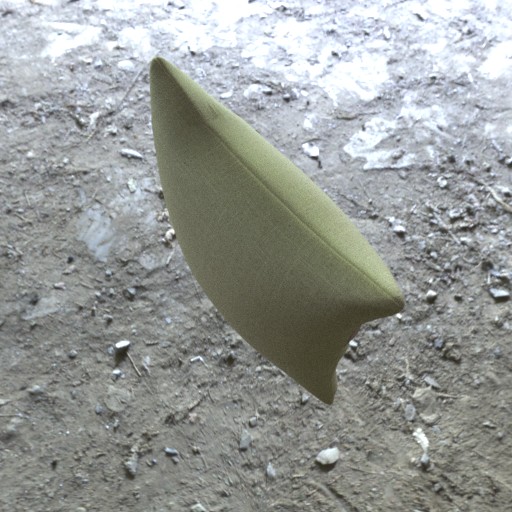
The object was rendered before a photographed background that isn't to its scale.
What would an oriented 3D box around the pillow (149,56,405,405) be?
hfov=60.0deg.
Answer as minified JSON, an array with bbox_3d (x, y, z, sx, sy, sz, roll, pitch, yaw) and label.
[{"bbox_3d":[0.000,0.000,0.626,0.173,0.399,0.414,-33,65,-18],"label":"pillow"}]
